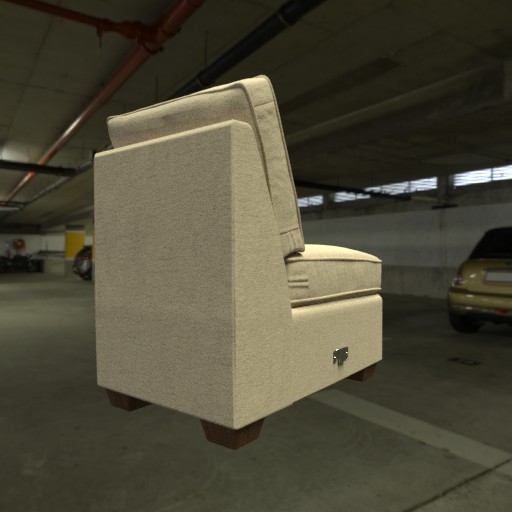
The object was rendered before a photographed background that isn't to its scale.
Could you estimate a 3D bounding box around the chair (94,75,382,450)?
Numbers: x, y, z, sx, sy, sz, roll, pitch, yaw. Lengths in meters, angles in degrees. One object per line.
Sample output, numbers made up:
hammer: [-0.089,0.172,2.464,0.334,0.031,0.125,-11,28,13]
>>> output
chair: [0.000,0.000,1.605,0.621,0.970,0.938,0,0,38]
